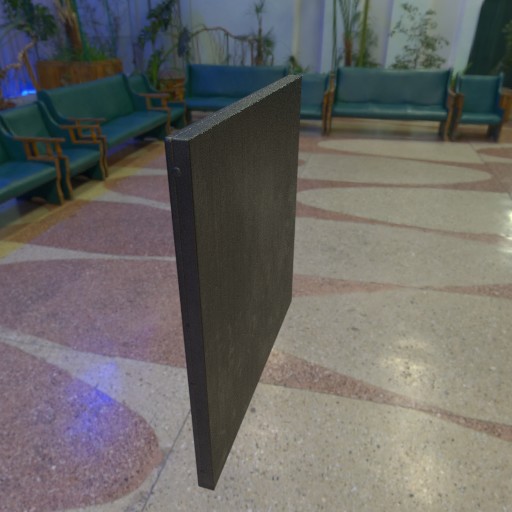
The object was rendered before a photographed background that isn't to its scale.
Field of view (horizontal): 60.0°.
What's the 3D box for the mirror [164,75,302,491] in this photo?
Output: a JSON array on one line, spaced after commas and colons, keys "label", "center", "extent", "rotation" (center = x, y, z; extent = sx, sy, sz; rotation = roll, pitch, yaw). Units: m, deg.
[{"label": "mirror", "center": [0.000, 0.000, 0.554], "extent": [0.020, 0.381, 0.382], "rotation": [8, 30, 15]}]
